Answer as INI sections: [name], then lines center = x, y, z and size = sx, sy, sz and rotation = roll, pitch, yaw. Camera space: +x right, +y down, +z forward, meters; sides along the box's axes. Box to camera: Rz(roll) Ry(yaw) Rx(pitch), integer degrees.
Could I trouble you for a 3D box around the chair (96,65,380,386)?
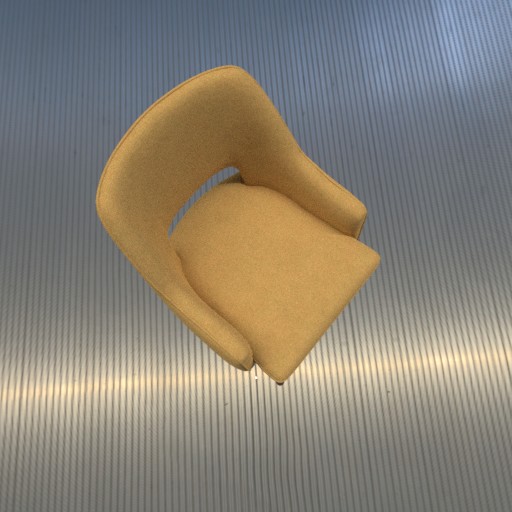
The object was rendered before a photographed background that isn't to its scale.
[chair]
center = 0.000, 0.000, 1.253
size = 0.605, 0.849, 0.548
rotation = 39, 78, 10
